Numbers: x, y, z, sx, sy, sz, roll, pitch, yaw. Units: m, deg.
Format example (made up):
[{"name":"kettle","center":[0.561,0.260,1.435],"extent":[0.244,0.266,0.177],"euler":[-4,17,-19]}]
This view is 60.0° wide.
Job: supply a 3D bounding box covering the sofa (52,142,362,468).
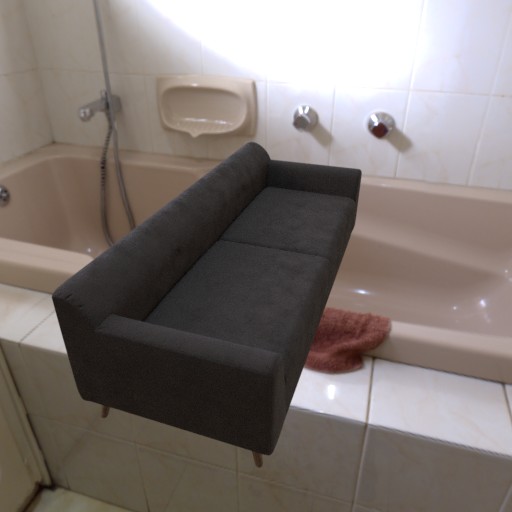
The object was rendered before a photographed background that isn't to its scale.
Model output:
[{"name":"sofa","center":[0.000,0.000,2.606],"extent":[0.900,0.740,2.190],"euler":[10,32,17]}]
